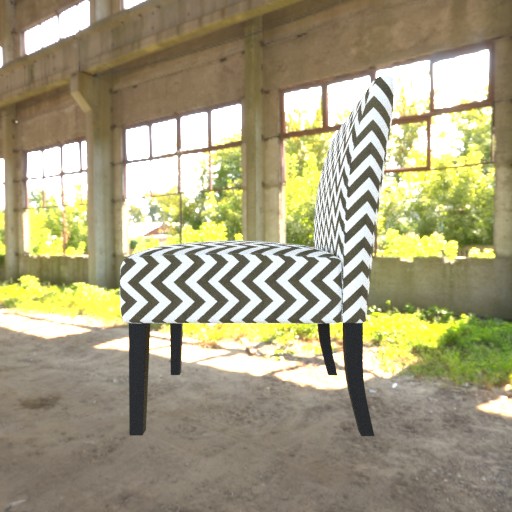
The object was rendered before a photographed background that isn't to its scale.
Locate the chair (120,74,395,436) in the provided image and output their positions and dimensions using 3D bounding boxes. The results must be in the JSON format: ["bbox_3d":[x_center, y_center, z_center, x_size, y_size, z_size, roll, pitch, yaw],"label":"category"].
[{"bbox_3d":[0.000,0.000,1.299,0.648,0.838,0.589,0,1,0],"label":"chair"}]
